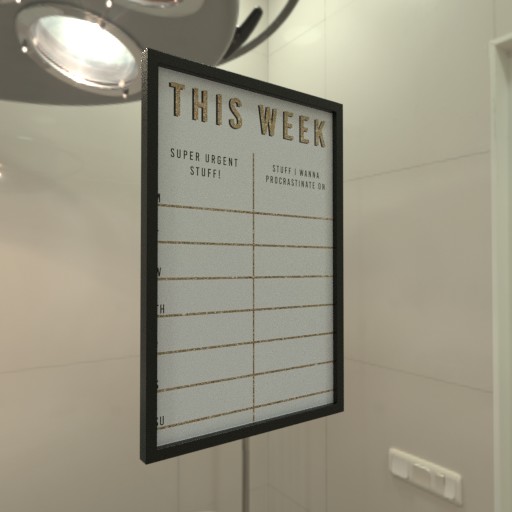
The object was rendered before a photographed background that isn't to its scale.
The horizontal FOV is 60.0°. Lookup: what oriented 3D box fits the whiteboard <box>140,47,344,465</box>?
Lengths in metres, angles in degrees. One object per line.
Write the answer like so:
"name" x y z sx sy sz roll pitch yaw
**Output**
"whiteboard" 0.000 0.000 0.772 0.406 0.611 0.026 1 -1 -35
